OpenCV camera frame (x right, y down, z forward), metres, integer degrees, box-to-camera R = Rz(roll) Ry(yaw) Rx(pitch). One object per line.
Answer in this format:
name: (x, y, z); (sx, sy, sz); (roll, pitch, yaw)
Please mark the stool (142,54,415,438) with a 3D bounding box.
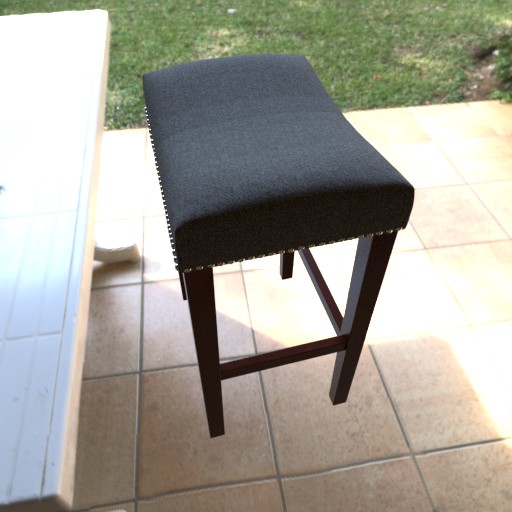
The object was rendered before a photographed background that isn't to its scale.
stool: (0.000, 0.000, 1.029); (0.372, 0.742, 0.504); (-11, 48, -10)
